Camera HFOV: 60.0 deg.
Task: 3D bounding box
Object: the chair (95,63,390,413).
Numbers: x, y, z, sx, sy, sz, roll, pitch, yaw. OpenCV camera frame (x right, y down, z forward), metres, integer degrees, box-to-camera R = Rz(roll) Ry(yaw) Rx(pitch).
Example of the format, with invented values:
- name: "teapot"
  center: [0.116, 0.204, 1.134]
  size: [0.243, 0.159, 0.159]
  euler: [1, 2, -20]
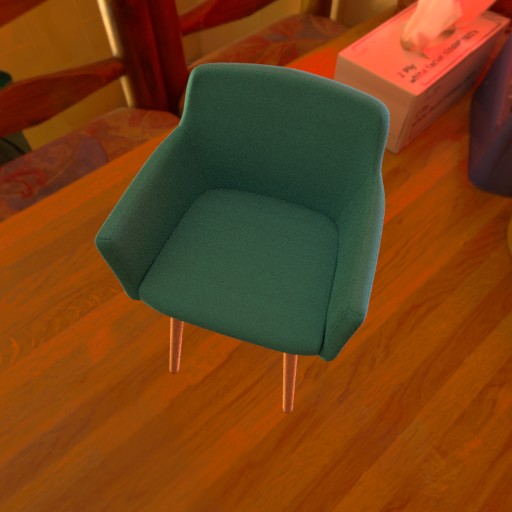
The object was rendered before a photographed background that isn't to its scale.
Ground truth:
- name: "chair"
  center: [0.000, 0.000, 1.178]
  size: [0.570, 0.780, 0.540]
  euler: [16, 59, 10]
